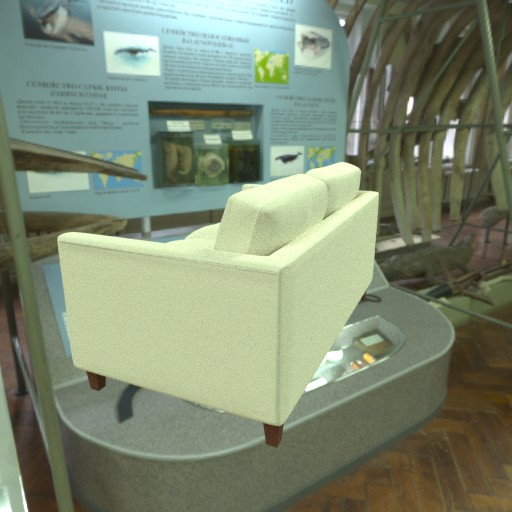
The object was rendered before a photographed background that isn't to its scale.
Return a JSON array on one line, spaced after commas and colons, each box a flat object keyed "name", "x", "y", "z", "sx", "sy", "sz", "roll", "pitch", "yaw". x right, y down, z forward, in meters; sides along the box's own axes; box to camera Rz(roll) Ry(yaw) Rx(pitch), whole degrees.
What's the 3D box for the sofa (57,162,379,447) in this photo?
[{"name": "sofa", "x": 0.000, "y": 0.000, "z": 2.298, "sx": 0.964, "sy": 0.888, "sz": 1.702, "roll": 8, "pitch": 18, "yaw": 24}]
